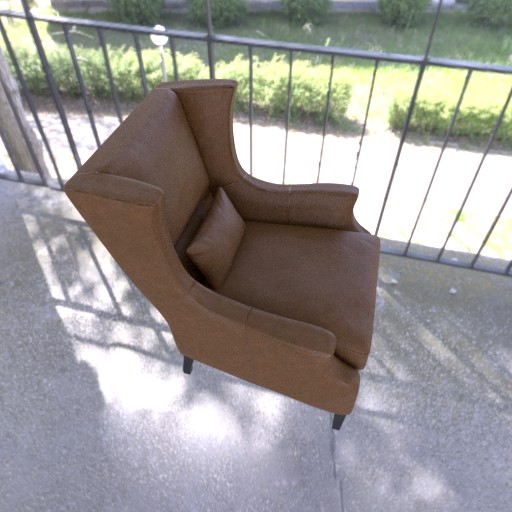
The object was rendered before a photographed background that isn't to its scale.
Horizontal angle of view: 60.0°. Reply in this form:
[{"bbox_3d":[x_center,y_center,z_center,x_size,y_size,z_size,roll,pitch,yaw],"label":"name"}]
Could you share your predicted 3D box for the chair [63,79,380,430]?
[{"bbox_3d":[0.000,0.000,1.683,0.925,1.016,0.852,10,47,10],"label":"chair"}]
